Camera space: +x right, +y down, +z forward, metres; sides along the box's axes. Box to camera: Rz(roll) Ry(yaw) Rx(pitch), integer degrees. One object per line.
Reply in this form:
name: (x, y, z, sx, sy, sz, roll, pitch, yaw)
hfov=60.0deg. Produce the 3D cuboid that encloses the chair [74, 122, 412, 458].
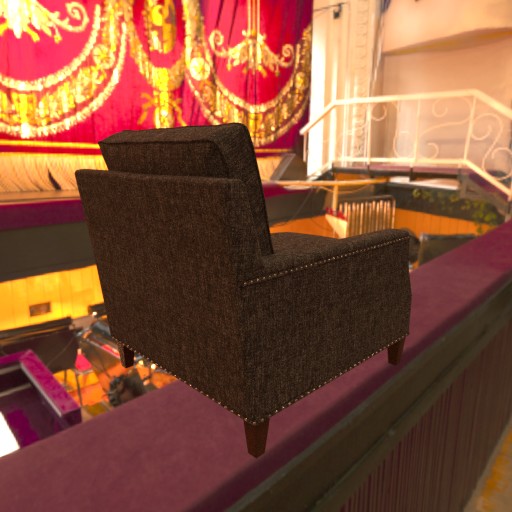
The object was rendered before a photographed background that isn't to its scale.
chair: (0.000, 0.000, 1.721, 1.014, 0.943, 0.853, -13, 19, -43)
